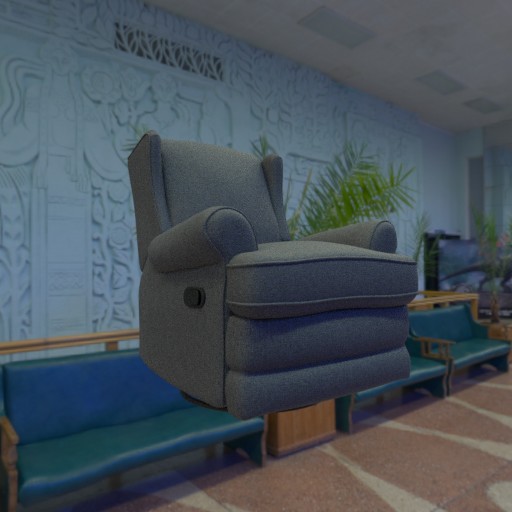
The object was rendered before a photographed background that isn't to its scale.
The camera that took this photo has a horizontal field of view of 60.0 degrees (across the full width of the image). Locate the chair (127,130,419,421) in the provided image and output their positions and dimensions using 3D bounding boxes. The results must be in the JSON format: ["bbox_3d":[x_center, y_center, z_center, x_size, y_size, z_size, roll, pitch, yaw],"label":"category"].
[{"bbox_3d":[0.000,0.000,1.688,0.847,1.011,0.969,0,-1,-36],"label":"chair"}]
